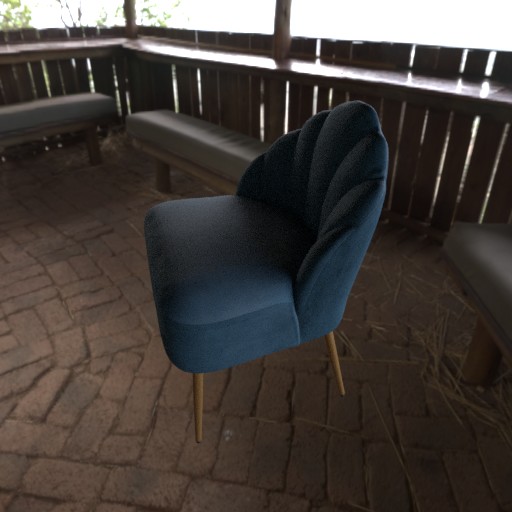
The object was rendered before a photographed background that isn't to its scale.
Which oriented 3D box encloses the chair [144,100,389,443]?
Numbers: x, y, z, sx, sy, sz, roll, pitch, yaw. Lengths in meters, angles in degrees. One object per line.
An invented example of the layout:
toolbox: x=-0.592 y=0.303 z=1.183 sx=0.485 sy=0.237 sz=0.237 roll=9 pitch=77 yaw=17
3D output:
chair: x=0.000 y=0.000 z=1.271 sx=0.599 sy=0.819 sz=0.657 roll=-8 pitch=31 yaw=-14
